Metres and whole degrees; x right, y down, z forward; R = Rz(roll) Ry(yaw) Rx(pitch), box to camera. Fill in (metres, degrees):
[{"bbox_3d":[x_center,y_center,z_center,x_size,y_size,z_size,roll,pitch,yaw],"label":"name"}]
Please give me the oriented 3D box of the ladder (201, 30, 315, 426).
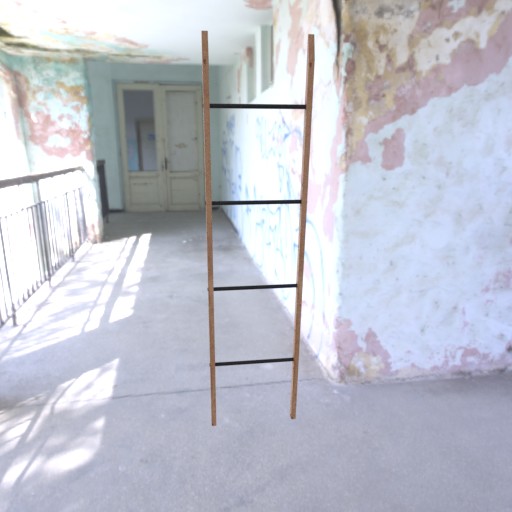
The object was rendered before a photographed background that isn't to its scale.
[{"bbox_3d":[0.000,0.000,1.995,0.442,1.805,0.200,-2,15,-8],"label":"ladder"}]
